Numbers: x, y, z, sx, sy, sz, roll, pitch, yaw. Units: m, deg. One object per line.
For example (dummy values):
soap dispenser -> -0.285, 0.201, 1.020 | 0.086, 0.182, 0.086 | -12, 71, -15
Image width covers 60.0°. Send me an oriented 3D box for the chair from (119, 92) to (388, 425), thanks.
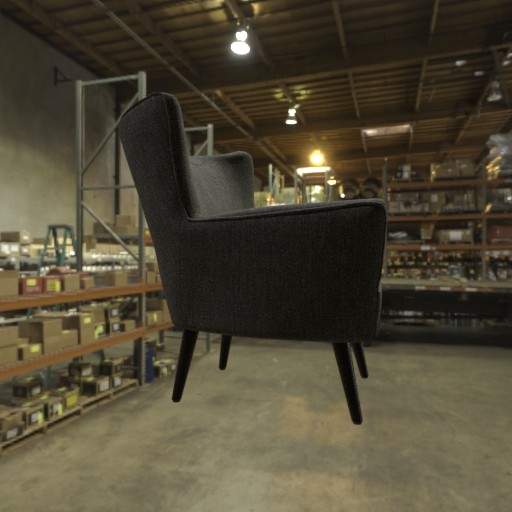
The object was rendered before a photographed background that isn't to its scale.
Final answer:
chair -> 0.000, 0.000, 1.567 | 0.888, 0.933, 0.781 | 0, 0, 16
